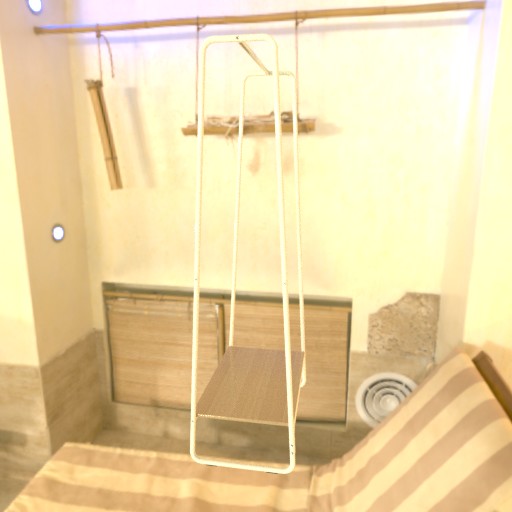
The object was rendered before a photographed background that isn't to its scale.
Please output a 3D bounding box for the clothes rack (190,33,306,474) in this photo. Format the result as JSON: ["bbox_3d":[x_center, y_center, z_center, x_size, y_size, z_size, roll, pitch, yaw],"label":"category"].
[{"bbox_3d":[0.000,0.000,1.792,0.400,1.500,0.640,2,13,10],"label":"clothes rack"}]
